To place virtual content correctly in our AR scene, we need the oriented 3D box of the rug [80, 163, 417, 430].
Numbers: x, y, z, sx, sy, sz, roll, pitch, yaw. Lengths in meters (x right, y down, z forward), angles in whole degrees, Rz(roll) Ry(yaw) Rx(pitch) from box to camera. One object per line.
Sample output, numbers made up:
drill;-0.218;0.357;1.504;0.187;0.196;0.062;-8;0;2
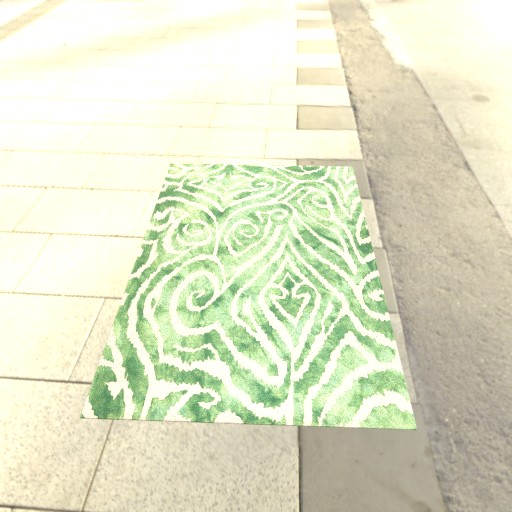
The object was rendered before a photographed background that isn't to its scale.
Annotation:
rug;0.000;0.000;2.283;1.220;0.006;1.826;1;42;2
